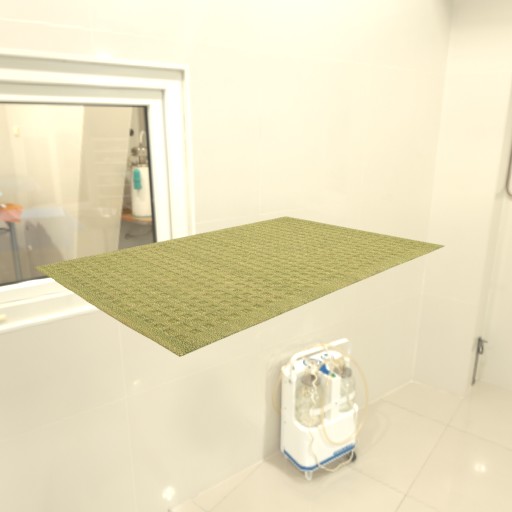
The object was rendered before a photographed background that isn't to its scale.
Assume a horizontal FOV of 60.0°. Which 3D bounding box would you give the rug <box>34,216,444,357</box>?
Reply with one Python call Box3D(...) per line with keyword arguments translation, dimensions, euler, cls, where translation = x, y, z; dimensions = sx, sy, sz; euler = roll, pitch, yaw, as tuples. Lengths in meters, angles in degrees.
Box3D(translation=(0.000, 0.000, 2.937), dimensions=(2.297, 0.007, 1.529), euler=(-15, 22, -42), cls="rug")
